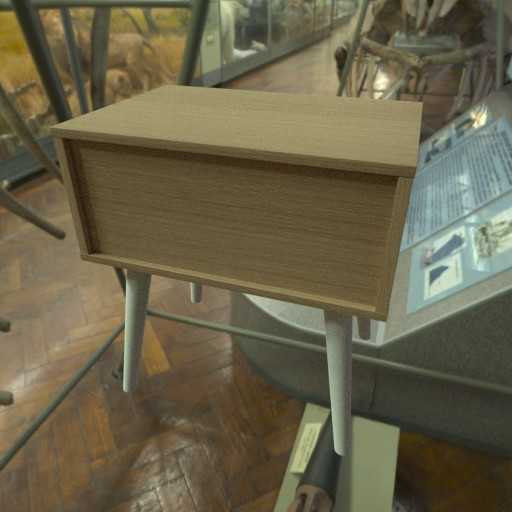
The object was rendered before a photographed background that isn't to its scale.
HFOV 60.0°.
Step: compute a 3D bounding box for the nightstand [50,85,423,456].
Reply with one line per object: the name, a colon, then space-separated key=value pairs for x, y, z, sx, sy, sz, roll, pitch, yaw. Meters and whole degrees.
nightstand: x=0.000 y=0.000 z=0.964 sx=0.571 sy=0.610 sz=0.407 roll=10 pitch=33 yaw=16
